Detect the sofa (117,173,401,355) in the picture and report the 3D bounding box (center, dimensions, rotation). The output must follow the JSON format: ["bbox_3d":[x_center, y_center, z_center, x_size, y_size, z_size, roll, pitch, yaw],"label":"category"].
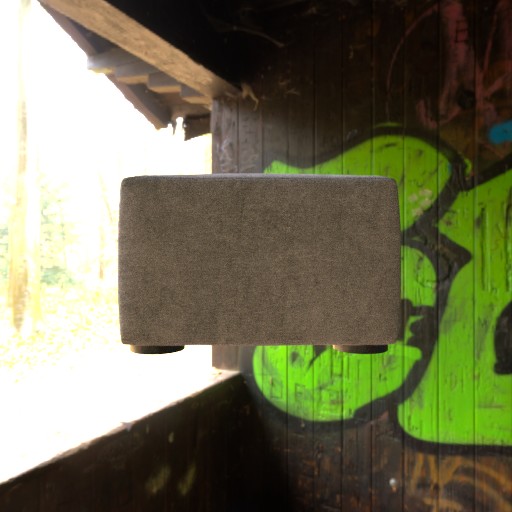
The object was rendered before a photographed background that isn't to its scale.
[{"bbox_3d":[0.000,0.000,1.182,0.480,0.330,0.930,0,0,-1],"label":"sofa"}]
